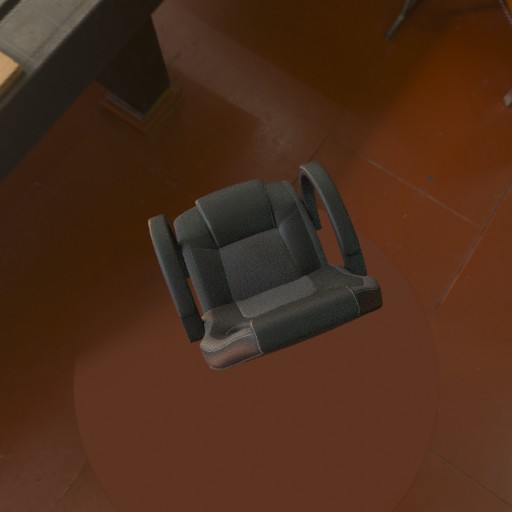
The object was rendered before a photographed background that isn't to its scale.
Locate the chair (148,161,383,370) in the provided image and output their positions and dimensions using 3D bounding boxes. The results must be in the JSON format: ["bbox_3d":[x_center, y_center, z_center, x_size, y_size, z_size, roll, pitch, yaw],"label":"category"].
[{"bbox_3d":[0.000,0.000,1.664,0.673,1.187,0.724,-20,77,-5],"label":"chair"}]
